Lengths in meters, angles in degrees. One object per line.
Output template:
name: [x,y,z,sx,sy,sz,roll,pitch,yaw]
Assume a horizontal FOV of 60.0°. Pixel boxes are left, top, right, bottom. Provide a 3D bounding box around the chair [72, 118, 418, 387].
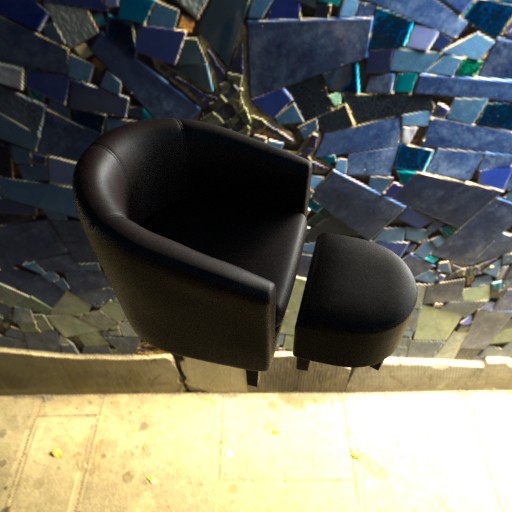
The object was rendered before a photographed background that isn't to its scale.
chair: [0.000,0.000,1.634,1.176,0.755,0.737,11,46,10]
